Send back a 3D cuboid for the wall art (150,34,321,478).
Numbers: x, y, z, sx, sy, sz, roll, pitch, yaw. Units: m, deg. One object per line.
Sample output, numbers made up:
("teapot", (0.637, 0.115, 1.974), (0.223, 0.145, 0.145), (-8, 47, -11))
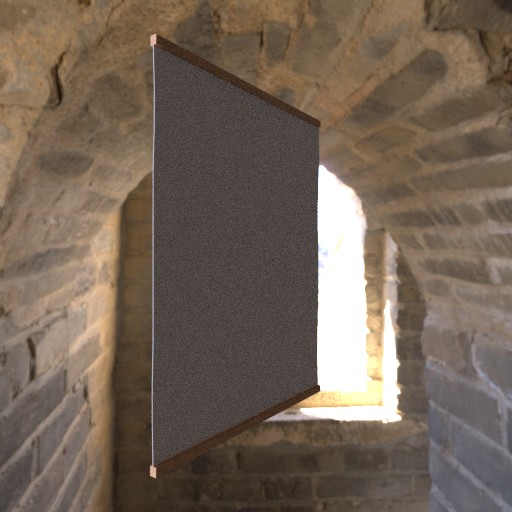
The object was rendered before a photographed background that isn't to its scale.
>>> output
("wall art", (0.000, 0.000, 0.672), (0.010, 0.507, 0.404), (0, 0, 36))
